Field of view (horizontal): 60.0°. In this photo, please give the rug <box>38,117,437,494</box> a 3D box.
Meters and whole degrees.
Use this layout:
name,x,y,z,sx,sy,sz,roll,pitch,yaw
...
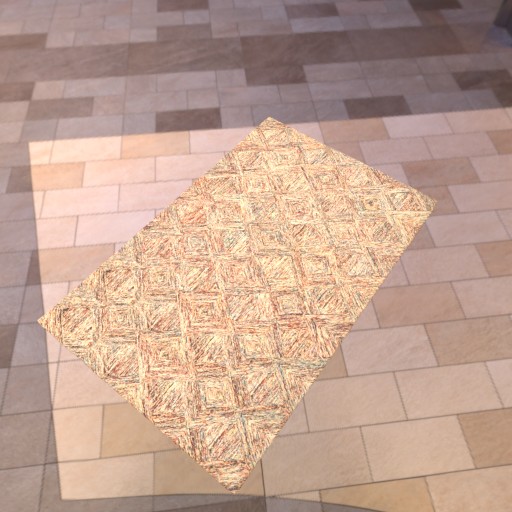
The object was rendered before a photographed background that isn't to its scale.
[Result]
name,x,y,z,sx,sy,sz,roll,pitch,yaw
rug,0.000,0.000,2.187,1.143,0.014,1.761,32,62,20
